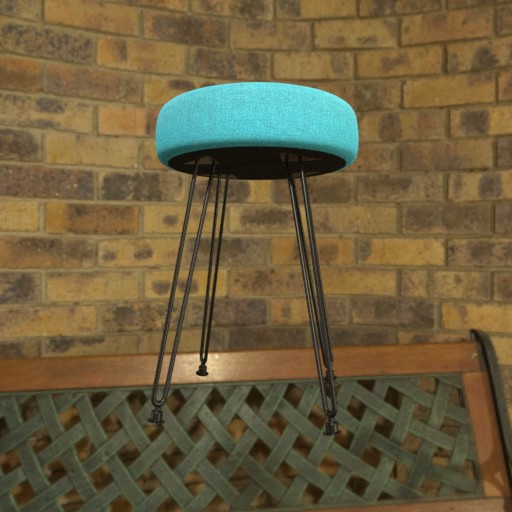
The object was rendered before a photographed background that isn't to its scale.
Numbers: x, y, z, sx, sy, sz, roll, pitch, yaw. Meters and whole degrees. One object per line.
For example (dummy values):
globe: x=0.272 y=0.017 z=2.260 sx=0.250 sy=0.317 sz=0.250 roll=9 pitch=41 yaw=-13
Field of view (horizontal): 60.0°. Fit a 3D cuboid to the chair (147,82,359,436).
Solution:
chair: x=0.000 y=0.000 z=0.679 sx=0.350 sy=0.440 sz=0.350 roll=-1 pitch=1 yaw=-36
